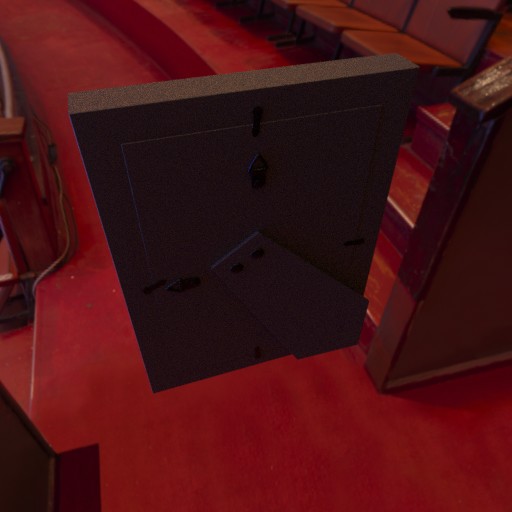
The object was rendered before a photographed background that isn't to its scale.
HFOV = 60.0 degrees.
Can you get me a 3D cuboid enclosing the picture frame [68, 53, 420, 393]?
[{"bbox_3d":[0.000,0.000,0.265,0.157,0.208,0.028,-13,44,-13],"label":"picture frame"}]
